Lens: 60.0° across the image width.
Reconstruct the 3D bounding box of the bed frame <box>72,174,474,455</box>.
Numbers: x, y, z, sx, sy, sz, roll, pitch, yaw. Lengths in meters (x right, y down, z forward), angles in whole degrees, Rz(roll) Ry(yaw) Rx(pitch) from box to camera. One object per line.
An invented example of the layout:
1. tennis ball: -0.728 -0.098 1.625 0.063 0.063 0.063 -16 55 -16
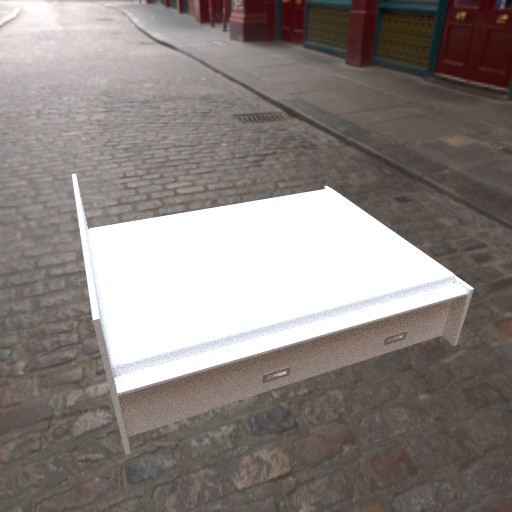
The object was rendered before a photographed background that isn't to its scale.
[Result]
1. bed frame: 0.000 0.000 2.801 1.960 0.800 1.622 -12 33 -19
